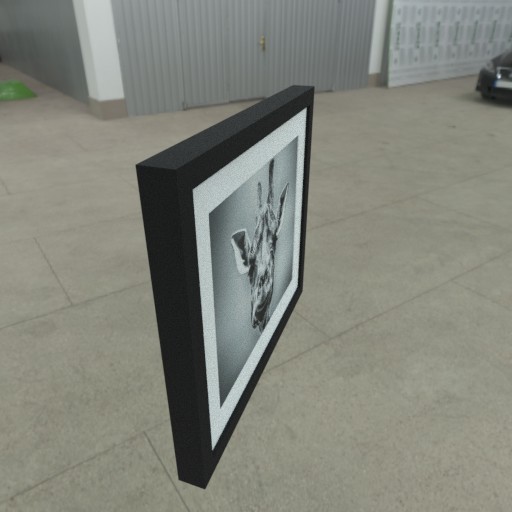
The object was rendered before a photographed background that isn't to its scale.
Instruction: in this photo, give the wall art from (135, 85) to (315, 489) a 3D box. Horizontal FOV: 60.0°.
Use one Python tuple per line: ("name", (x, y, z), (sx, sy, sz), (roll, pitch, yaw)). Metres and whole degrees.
("wall art", (0.000, 0.000, 0.524), (0.031, 0.330, 0.381), (10, 31, 17))
